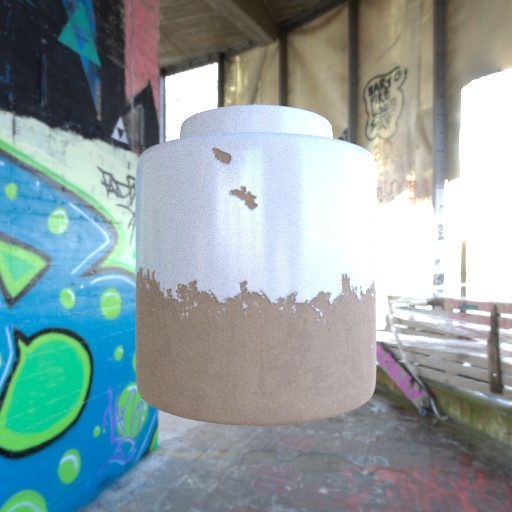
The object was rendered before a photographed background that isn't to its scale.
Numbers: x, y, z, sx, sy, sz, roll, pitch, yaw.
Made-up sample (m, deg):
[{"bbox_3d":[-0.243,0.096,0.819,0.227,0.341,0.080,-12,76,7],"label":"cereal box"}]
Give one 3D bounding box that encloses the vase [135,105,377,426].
[{"bbox_3d":[0.000,0.000,0.291,0.153,0.167,0.153,0,0,0],"label":"vase"}]
